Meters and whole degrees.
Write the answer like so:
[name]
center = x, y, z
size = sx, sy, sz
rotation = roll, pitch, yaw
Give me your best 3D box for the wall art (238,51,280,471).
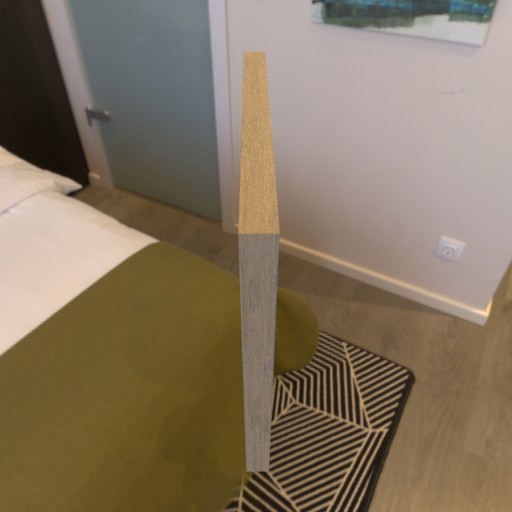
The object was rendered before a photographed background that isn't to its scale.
[wall art]
center = 0.000, 0.000, 0.756
size = 0.037, 0.507, 0.507
rotation = 0, 42, 0
